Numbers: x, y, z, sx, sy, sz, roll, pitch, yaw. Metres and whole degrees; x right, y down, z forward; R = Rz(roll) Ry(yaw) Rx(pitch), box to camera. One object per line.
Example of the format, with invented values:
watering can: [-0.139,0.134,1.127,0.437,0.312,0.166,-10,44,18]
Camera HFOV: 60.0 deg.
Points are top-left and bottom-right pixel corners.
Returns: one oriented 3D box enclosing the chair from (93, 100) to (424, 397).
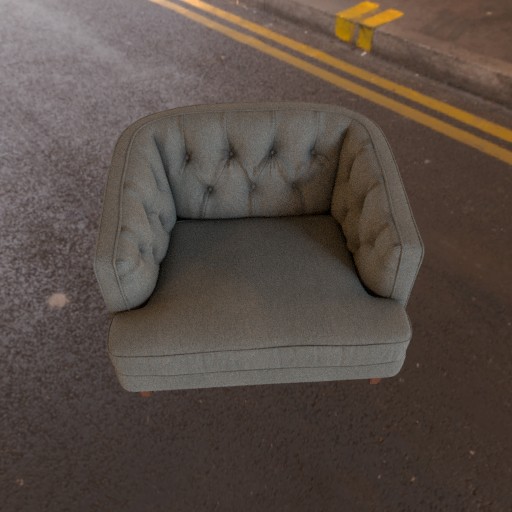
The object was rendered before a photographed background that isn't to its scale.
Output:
chair: [0.000,0.000,1.785,1.094,0.852,0.945,-3,47,-2]
